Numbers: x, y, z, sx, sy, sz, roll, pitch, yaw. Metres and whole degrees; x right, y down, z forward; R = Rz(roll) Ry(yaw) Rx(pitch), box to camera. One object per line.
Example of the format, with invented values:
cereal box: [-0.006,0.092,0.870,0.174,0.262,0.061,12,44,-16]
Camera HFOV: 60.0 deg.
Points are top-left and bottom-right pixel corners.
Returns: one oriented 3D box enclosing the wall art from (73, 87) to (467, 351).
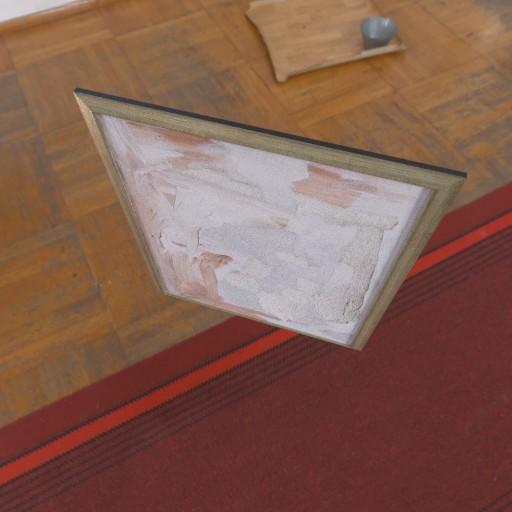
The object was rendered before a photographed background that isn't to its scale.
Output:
wall art: [0.000,0.000,0.886,0.559,0.660,0.018,15,60,9]
